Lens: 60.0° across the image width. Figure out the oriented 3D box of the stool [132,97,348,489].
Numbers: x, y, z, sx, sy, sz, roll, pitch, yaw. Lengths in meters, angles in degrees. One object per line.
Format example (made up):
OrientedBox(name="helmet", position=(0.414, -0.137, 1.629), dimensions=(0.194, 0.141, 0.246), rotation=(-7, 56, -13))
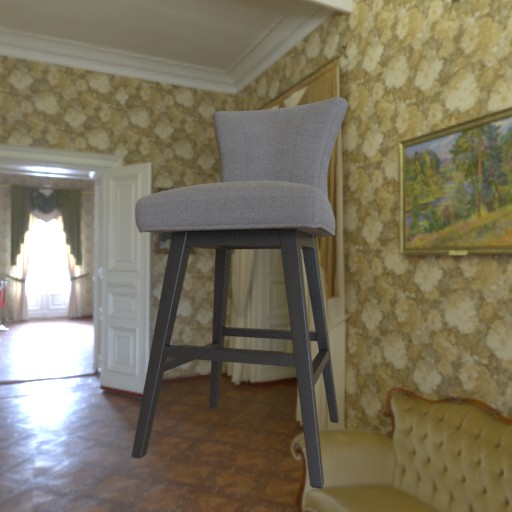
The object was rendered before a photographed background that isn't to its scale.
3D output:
OrientedBox(name="stool", position=(0.000, 0.000, 1.373), dimensions=(0.514, 1.086, 0.574), rotation=(0, -1, 19))
